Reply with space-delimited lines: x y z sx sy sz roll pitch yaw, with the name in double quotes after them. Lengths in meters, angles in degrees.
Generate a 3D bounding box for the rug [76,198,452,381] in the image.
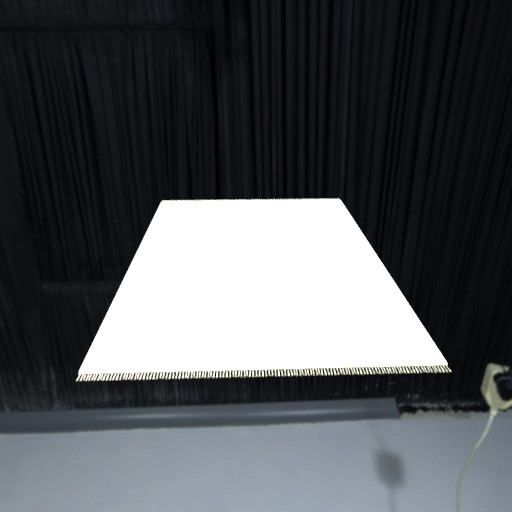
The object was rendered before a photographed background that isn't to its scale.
0.000 0.000 2.780 1.514 0.011 2.233 -1 26 -2 "rug"
